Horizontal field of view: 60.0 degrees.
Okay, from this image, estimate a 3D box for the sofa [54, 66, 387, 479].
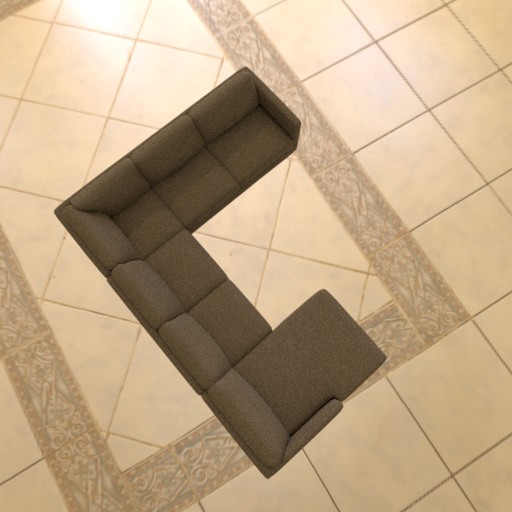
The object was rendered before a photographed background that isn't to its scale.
[{"bbox_3d":[0.000,0.000,4.503,2.551,0.853,3.238,-40,80,-9],"label":"sofa"}]
